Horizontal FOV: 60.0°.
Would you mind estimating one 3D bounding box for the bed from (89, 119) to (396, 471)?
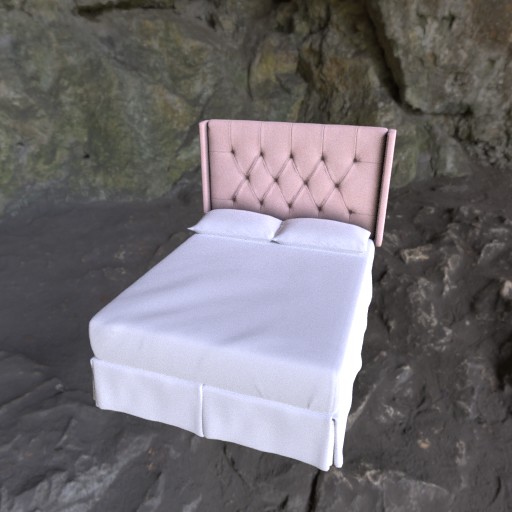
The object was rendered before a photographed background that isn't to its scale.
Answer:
[{"bbox_3d":[0.000,0.000,3.314,1.719,1.665,2.066,8,26,17],"label":"bed"}]
